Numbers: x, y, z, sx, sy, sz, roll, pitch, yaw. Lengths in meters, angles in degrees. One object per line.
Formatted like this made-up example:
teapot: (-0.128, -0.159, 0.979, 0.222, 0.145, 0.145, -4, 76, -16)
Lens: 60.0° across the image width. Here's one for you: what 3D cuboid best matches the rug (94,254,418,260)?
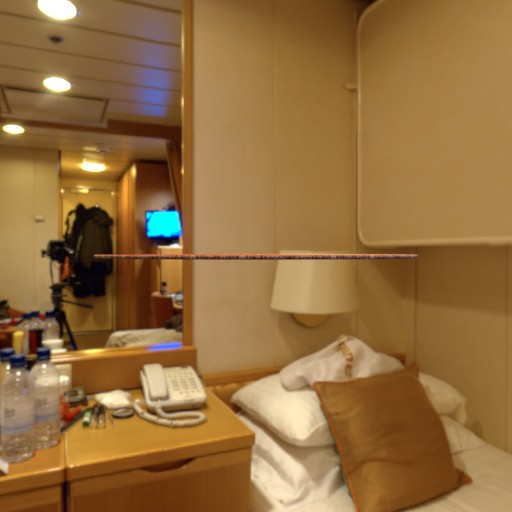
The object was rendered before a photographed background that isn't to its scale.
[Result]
rug: (0.000, 0.000, 2.206, 1.514, 0.015, 1.514, 0, 0, 0)
